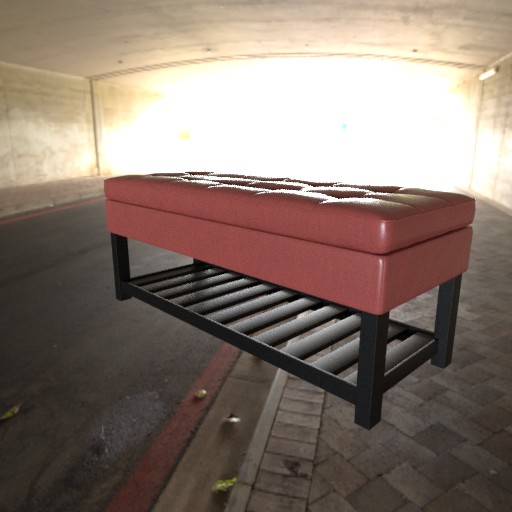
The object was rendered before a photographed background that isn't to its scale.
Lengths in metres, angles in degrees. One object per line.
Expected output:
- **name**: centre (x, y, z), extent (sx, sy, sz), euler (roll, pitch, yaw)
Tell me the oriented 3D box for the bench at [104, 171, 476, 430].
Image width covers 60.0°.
- **bench**: centre (0.000, 0.000, 1.354), extent (0.432, 0.460, 1.105), euler (-14, 20, -42)
